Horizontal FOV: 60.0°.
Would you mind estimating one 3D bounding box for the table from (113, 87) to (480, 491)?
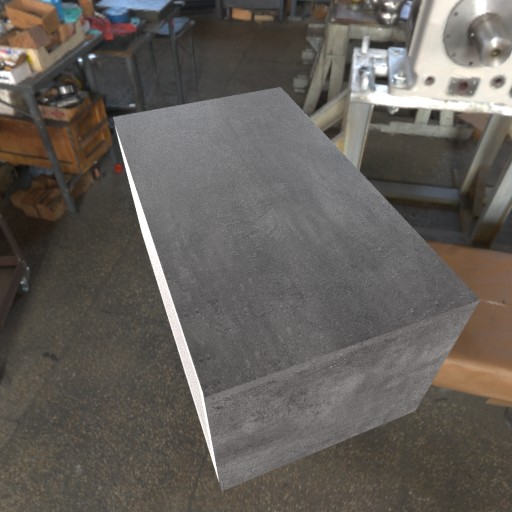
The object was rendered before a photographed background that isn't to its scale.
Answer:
[{"bbox_3d":[0.000,0.000,0.920,0.400,0.350,0.700,-16,48,-15],"label":"table"}]
